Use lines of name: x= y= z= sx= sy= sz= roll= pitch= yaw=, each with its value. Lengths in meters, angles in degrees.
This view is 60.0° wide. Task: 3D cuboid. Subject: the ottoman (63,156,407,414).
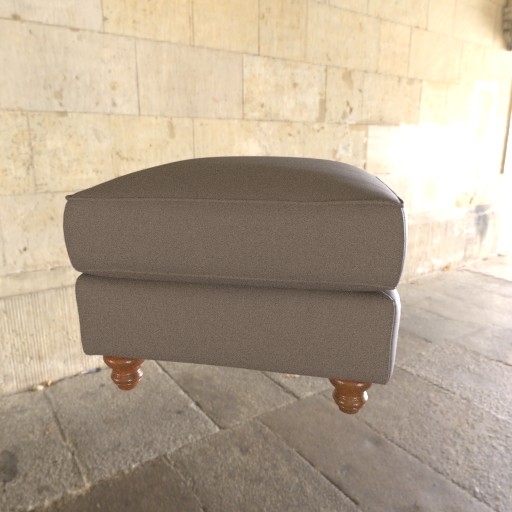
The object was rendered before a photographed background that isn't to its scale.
ottoman: x=0.000 y=0.000 z=1.148 sx=0.662 sy=0.505 sz=0.721 roll=3 pitch=14 yaw=10
